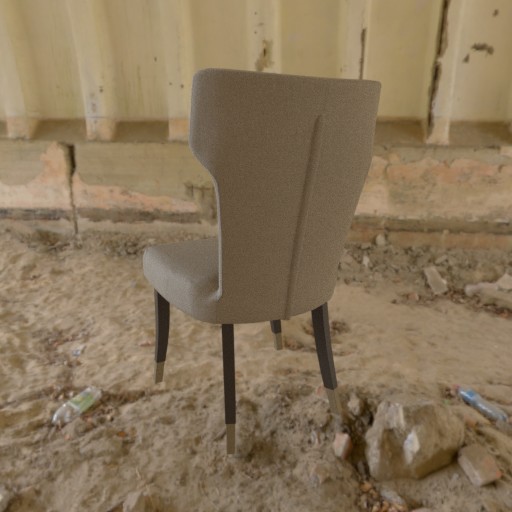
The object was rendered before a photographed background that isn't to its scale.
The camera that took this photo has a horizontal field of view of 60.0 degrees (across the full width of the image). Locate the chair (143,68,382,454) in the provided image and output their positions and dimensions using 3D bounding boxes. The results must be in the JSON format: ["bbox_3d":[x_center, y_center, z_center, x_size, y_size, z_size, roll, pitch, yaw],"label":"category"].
[{"bbox_3d":[0.000,0.000,1.305,0.526,0.955,0.630,-8,17,-28],"label":"chair"}]
